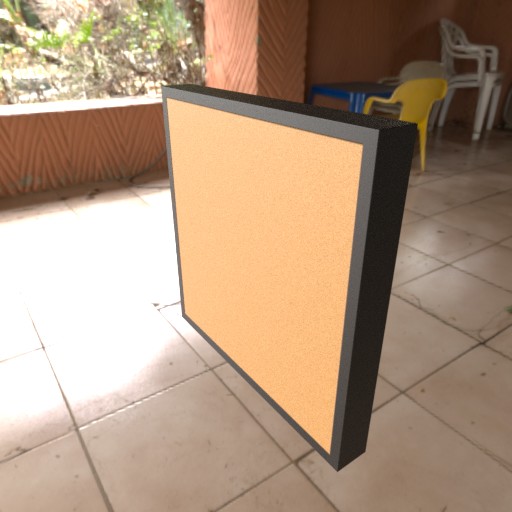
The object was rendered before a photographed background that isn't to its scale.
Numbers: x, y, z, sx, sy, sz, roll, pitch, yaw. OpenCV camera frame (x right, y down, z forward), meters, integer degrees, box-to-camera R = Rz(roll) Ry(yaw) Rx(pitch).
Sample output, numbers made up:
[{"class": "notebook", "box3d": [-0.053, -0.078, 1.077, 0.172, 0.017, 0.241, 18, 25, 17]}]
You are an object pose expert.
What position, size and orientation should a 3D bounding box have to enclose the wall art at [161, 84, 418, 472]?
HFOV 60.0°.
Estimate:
[{"class": "wall art", "box3d": [0.000, 0.000, 0.452, 0.038, 0.304, 0.304, -18, 32, -32]}]
